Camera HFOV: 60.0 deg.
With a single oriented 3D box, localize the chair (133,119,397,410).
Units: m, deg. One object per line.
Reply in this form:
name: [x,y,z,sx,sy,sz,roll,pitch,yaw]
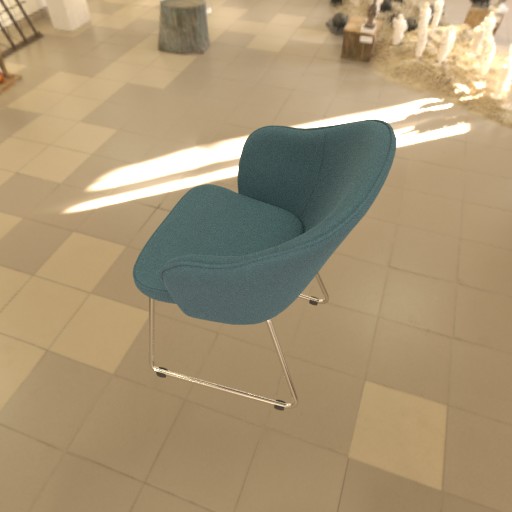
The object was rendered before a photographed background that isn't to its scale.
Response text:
chair: [0.000,0.000,1.235,0.585,0.815,0.570,14,48,13]
